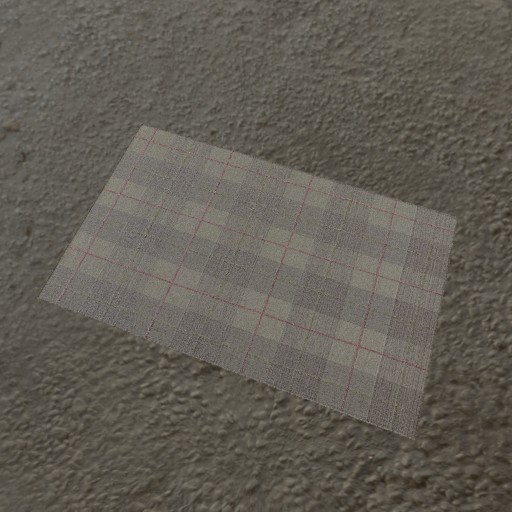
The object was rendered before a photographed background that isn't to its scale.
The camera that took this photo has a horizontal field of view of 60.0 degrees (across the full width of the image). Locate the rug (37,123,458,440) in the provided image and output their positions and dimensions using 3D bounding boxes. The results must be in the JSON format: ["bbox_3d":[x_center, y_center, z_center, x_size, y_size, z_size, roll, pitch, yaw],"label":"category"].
[{"bbox_3d":[0.000,0.000,2.978,2.464,0.010,1.549,18,66,8],"label":"rug"}]
